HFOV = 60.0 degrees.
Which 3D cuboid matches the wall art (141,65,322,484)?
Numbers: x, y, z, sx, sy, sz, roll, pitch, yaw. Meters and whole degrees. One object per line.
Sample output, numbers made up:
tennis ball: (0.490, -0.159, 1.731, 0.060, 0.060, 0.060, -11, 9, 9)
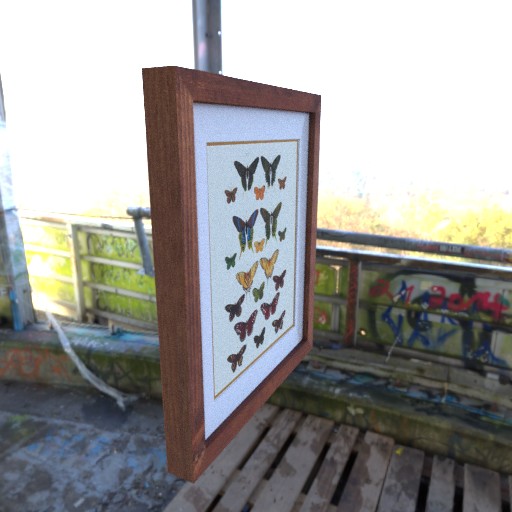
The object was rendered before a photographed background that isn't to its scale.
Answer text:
wall art: (0.000, 0.000, 0.621, 0.039, 0.449, 0.377, 8, 18, 27)
